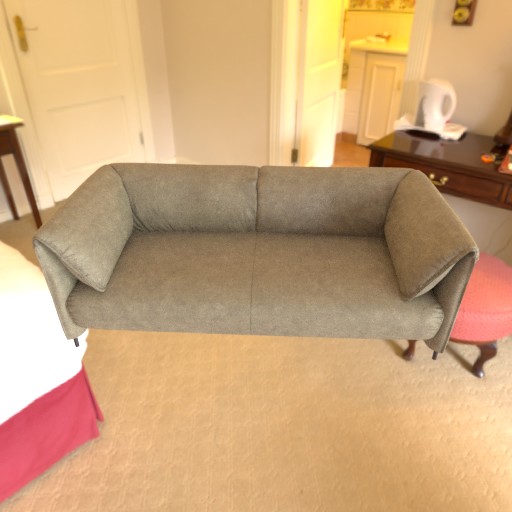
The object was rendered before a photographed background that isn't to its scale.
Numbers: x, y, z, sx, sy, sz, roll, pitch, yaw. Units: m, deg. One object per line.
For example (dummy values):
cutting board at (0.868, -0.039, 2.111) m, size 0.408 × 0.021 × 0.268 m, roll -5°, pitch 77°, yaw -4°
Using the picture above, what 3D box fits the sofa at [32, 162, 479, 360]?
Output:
sofa at (0.000, 0.000, 2.345) m, size 1.878 × 0.747 × 0.905 m, roll 2°, pitch 31°, yaw 2°
